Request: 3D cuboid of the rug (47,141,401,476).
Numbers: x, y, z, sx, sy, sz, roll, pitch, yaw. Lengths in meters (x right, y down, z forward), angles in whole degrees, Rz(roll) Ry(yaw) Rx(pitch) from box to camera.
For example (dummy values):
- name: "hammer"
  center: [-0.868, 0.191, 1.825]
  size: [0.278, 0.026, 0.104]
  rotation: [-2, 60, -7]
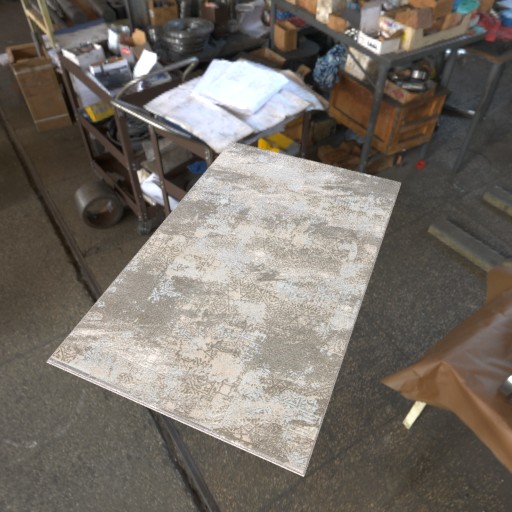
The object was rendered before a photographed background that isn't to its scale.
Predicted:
- name: "rug"
  center: [0.000, 0.000, 3.059]
  size: [1.536, 0.012, 2.431]
  rotation: [17, 50, 16]
